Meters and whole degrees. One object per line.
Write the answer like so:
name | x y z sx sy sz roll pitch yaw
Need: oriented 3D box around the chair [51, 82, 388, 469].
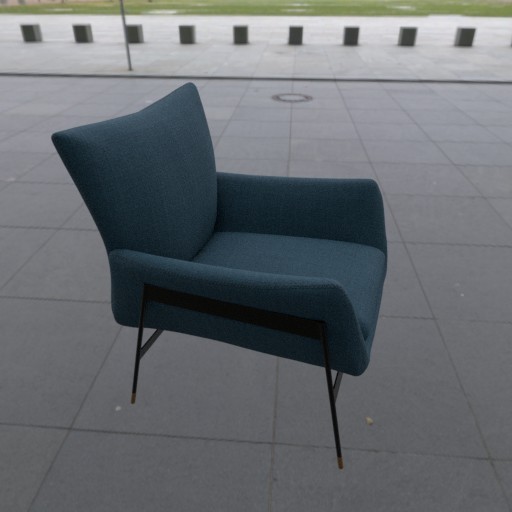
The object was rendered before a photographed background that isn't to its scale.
chair | 0.000 0.000 1.355 0.769 0.859 0.678 10 33 17
